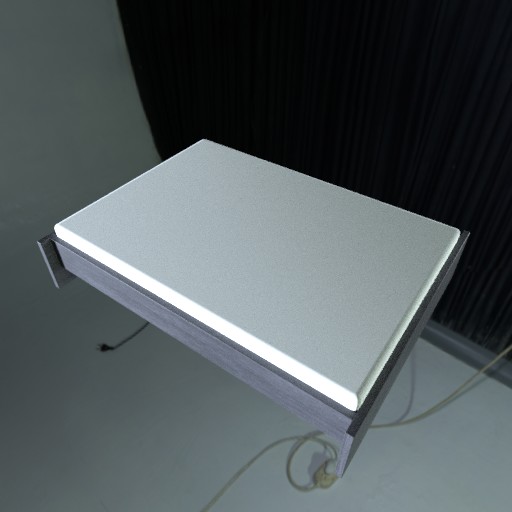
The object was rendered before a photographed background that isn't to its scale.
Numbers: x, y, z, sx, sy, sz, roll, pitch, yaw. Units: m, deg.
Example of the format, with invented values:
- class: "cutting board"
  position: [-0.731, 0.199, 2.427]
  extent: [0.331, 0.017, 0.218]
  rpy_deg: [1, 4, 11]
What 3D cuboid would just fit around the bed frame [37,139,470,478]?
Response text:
- class: "bed frame"
  position: [0.000, 0.000, 2.605]
  extent: [1.950, 0.432, 1.490]
  rpy_deg: [25, 47, 26]
